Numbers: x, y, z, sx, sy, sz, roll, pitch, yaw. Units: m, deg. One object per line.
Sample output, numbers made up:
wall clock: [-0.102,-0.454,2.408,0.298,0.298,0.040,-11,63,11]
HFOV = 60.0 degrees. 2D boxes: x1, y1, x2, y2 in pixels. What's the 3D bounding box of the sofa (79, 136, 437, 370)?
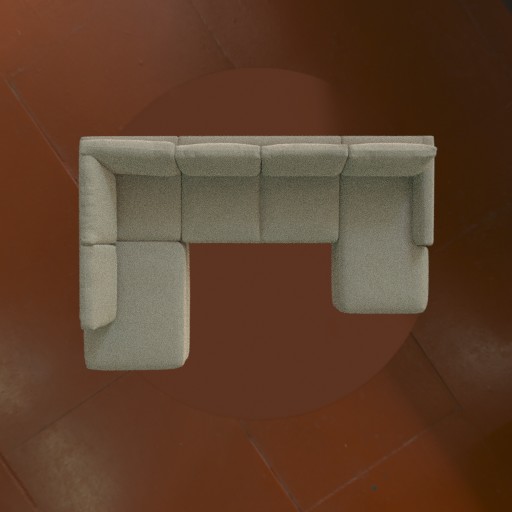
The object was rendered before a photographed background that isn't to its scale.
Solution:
sofa: [0.000,0.000,3.850,2.984,0.862,1.989,0,91,0]
